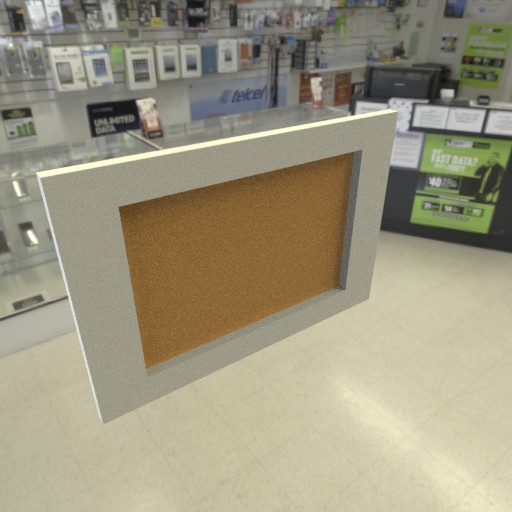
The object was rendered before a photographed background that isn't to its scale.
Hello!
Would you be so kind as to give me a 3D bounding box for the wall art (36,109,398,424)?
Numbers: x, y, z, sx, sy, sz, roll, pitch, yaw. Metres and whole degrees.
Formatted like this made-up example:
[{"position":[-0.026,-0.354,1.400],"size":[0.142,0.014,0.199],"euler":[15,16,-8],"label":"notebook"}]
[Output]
[{"position":[0.000,0.000,1.135],"size":[0.906,0.617,0.033],"euler":[-19,35,-29],"label":"wall art"}]
